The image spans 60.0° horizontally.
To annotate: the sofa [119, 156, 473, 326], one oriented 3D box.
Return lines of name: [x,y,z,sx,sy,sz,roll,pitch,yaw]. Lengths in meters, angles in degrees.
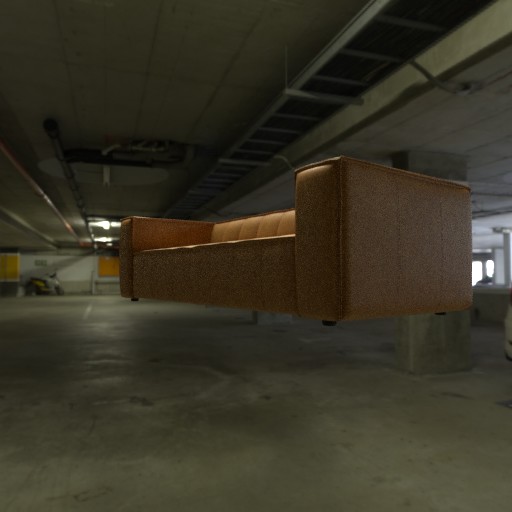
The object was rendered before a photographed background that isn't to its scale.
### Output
sofa: [0.000,0.000,3.079,1.102,0.701,2.581,2,-3,-36]
